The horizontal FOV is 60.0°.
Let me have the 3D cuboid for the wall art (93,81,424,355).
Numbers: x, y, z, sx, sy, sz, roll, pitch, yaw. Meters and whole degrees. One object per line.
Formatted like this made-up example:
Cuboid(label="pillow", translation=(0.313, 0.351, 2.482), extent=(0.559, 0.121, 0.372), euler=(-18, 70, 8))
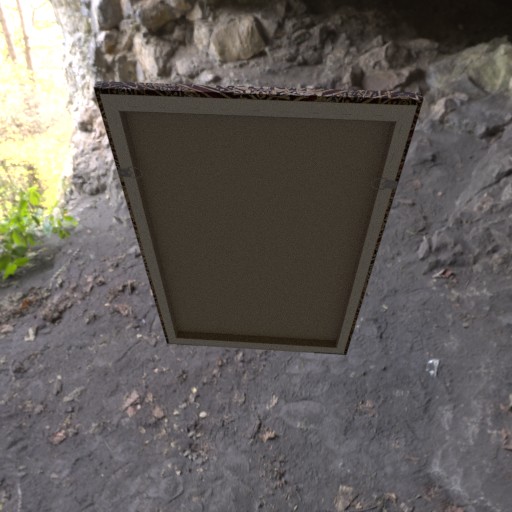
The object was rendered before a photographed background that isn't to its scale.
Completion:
Cuboid(label="wall art", translation=(0.000, 0.000, 0.759), extent=(0.397, 0.599, 0.020), euler=(3, 48, 3))
